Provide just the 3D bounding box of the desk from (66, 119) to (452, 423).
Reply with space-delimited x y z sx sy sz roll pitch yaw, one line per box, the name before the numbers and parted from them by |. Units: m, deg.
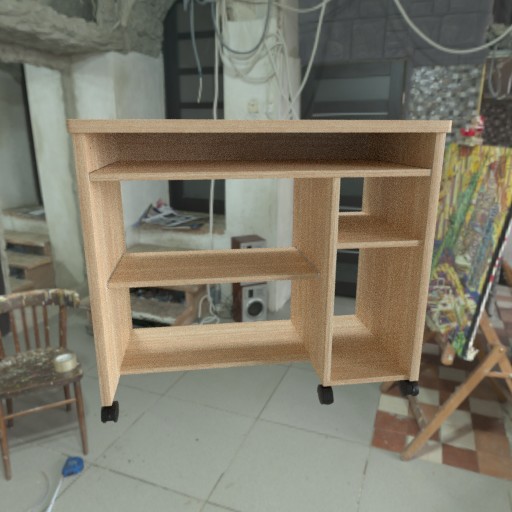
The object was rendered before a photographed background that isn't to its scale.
desk | 0.000 0.000 1.327 0.884 0.770 0.480 -2 16 -8
